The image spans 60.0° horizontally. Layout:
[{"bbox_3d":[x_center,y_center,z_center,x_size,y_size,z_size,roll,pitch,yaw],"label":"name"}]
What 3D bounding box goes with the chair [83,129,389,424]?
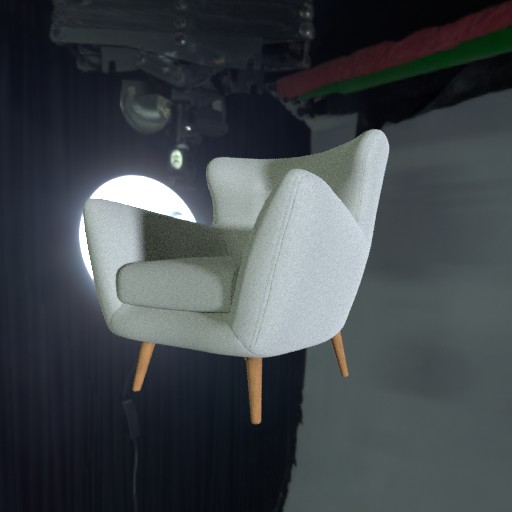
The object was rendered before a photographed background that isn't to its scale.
[{"bbox_3d":[0.000,0.000,1.591,0.890,0.889,0.889,0,-1,36],"label":"chair"}]
